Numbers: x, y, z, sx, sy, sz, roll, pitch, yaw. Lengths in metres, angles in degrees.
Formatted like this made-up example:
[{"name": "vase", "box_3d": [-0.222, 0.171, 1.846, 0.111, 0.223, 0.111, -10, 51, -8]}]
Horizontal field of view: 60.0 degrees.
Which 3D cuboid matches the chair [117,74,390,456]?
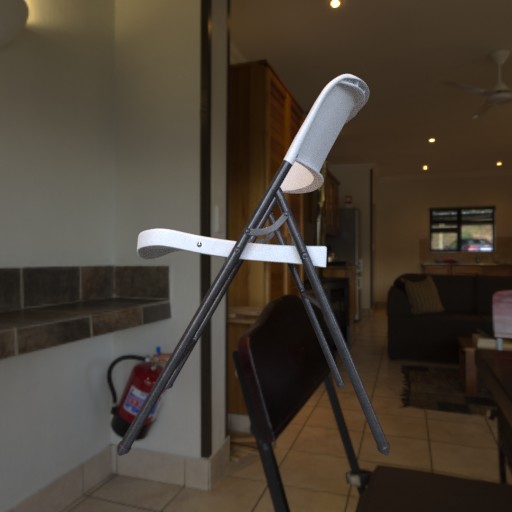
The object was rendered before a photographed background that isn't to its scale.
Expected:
[{"name": "chair", "box_3d": [0.000, 0.000, 1.141, 0.566, 0.810, 0.494, 0, -1, 0]}]
